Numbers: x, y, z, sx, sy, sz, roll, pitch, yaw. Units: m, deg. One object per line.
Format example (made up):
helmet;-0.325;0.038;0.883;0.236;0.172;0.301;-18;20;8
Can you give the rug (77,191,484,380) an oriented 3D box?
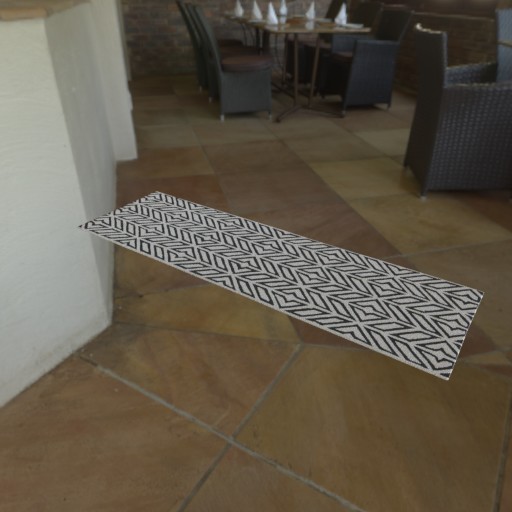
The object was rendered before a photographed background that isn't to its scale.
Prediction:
rug;0.000;0.000;2.687;2.435;0.009;0.750;19;36;29
